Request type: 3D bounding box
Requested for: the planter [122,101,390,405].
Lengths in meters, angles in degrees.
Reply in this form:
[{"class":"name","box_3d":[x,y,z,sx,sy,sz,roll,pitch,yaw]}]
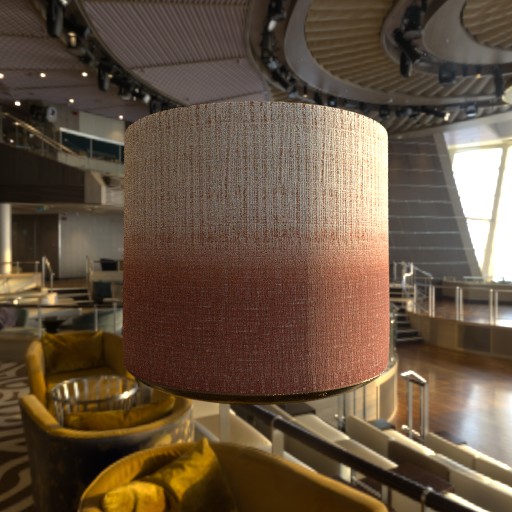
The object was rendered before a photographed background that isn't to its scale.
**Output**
[{"class":"planter","box_3d":[0.000,0.000,0.307,0.178,0.157,0.178,0,1,0]}]
